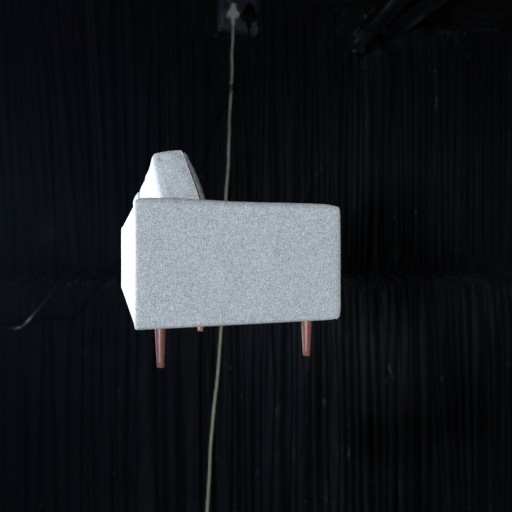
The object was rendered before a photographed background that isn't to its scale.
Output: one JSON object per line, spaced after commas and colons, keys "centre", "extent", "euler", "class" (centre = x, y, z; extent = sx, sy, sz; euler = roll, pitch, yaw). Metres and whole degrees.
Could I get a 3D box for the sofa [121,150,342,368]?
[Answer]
{"centre": [0.000, 0.000, 2.947], "extent": [1.667, 0.957, 2.055], "euler": [0, 1, -18], "class": "sofa"}
